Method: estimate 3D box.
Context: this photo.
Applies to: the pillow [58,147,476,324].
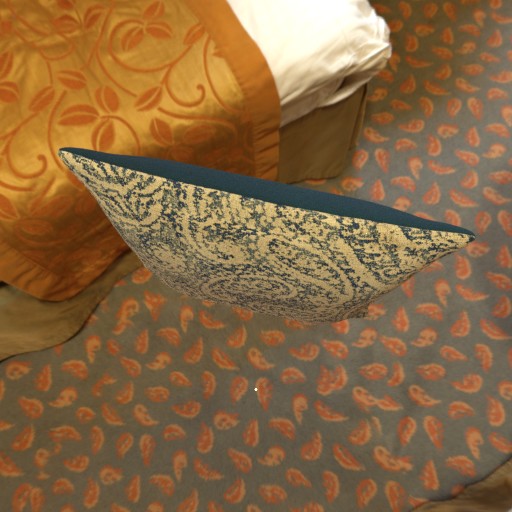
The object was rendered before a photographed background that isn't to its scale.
[{"bbox_3d":[0.000,0.000,0.773,0.523,0.510,0.166,12,74,4],"label":"pillow"}]
